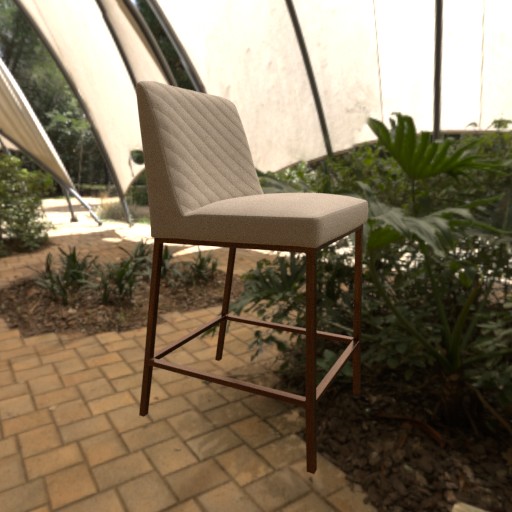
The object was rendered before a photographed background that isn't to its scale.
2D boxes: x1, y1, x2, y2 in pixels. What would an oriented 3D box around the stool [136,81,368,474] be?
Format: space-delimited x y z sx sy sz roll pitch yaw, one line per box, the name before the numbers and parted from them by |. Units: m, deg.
stool | 0.000 0.000 1.325 0.576 0.973 0.507 6 14 27
